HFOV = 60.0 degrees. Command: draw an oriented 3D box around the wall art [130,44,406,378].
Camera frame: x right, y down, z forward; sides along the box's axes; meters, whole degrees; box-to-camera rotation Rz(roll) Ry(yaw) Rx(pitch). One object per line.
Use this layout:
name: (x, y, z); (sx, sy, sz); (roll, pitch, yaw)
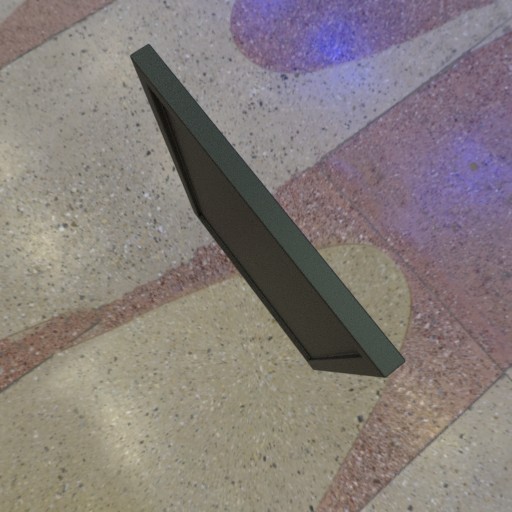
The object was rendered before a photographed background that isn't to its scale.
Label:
wall art: (0.000, 0.000, 0.749); (0.028, 0.559, 0.457); (-36, 79, -8)
